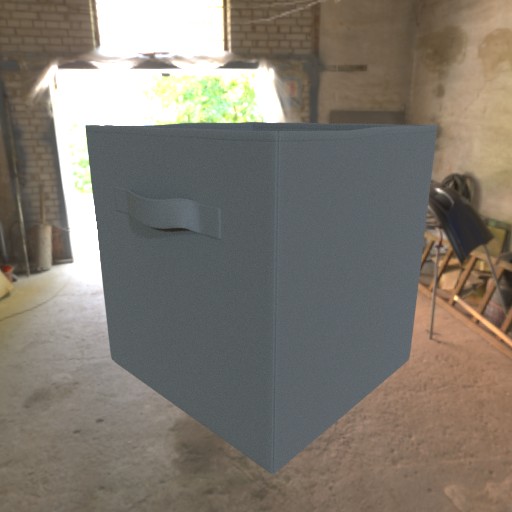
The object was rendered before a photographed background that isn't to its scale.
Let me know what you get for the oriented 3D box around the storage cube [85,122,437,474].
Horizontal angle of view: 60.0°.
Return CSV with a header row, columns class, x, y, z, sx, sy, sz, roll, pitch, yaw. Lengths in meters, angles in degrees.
class,x,y,z,sx,sy,sz,roll,pitch,yaw
storage cube,0.000,0.000,0.493,0.270,0.280,0.270,16,24,41
